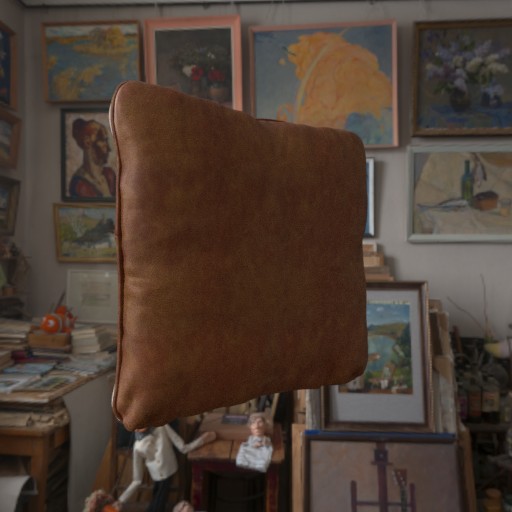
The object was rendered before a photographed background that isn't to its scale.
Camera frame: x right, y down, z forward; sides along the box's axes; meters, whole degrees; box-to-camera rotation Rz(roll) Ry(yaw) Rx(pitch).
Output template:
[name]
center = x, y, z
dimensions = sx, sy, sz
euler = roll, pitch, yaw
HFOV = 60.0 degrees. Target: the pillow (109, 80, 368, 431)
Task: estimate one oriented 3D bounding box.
[pillow]
center = 0.000, 0.000, 0.744
dimensions = 0.489, 0.490, 0.130
euler = 0, -1, -35
